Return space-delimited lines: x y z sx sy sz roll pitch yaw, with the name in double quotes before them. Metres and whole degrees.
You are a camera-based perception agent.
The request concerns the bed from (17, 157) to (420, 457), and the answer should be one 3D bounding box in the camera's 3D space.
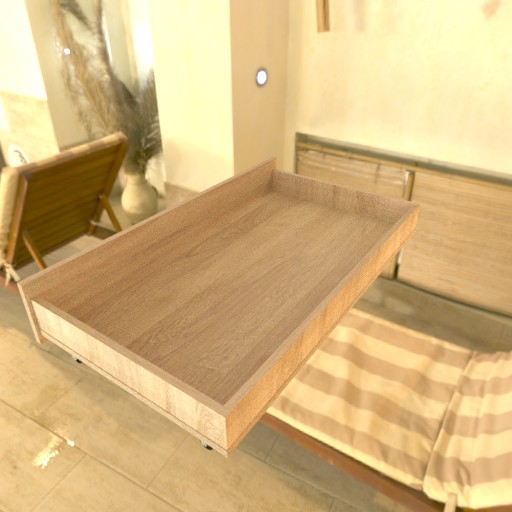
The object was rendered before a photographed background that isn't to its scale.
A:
"bed" 0.000 0.000 1.449 0.685 0.209 1.200 20 37 29
